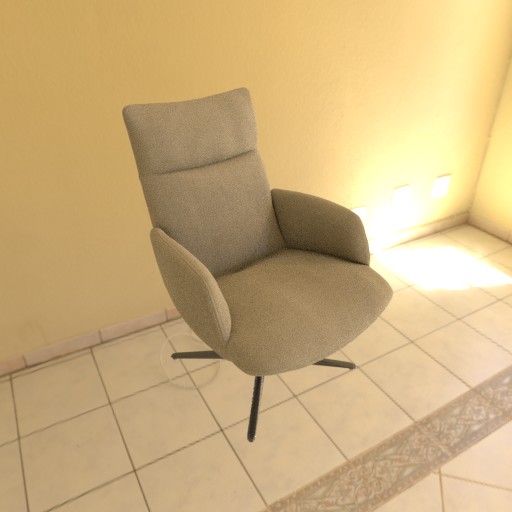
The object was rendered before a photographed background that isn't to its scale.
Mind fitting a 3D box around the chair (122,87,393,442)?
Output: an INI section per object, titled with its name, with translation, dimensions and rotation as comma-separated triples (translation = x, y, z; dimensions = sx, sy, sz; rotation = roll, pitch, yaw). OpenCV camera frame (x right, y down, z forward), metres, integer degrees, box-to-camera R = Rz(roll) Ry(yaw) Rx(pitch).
[chair]
translation = 0.000, 0.000, 1.631
dimensions = 0.711, 1.016, 0.889
rotation = -23, 38, -33
